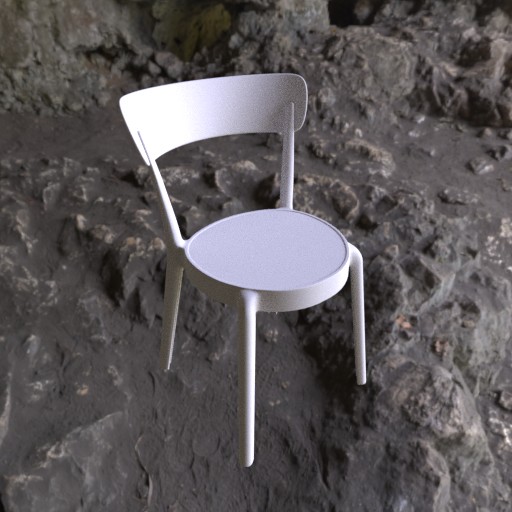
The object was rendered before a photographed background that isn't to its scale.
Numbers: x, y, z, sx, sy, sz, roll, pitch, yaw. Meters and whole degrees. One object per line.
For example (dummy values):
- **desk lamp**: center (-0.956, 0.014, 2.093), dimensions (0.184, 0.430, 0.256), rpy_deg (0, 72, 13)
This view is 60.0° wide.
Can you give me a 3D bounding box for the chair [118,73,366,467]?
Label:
- **chair**: center (0.000, 0.000, 1.134), dimensions (0.506, 0.790, 0.491), rpy_deg (-22, 38, -32)
